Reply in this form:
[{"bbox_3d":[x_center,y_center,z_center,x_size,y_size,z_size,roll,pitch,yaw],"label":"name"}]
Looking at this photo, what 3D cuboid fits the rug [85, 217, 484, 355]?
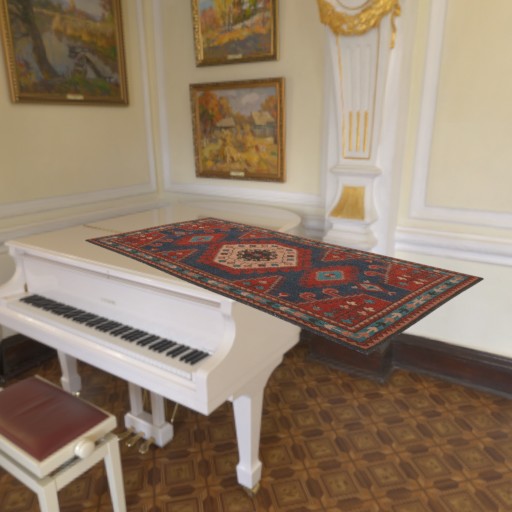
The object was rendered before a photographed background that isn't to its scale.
[{"bbox_3d":[0.000,0.000,3.641,1.522,0.034,3.032,-16,23,-42],"label":"rug"}]
